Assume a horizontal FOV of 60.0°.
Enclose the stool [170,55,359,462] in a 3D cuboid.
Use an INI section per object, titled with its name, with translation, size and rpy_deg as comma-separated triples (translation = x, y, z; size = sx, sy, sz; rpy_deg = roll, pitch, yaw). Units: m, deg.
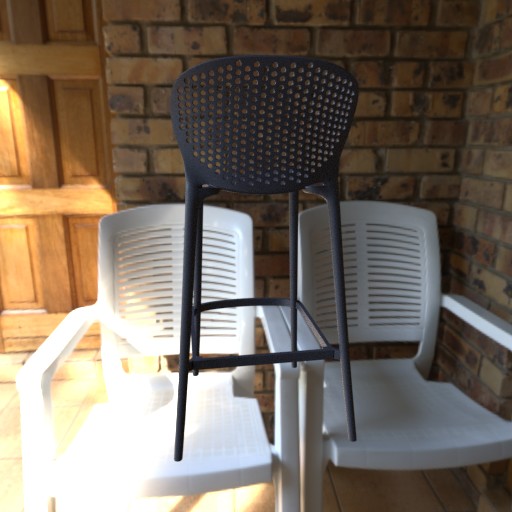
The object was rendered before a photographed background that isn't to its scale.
[stool]
translation = 0.000, 0.000, 1.353
size = 0.536, 1.045, 0.535
rpy_deg = -2, 15, -9
